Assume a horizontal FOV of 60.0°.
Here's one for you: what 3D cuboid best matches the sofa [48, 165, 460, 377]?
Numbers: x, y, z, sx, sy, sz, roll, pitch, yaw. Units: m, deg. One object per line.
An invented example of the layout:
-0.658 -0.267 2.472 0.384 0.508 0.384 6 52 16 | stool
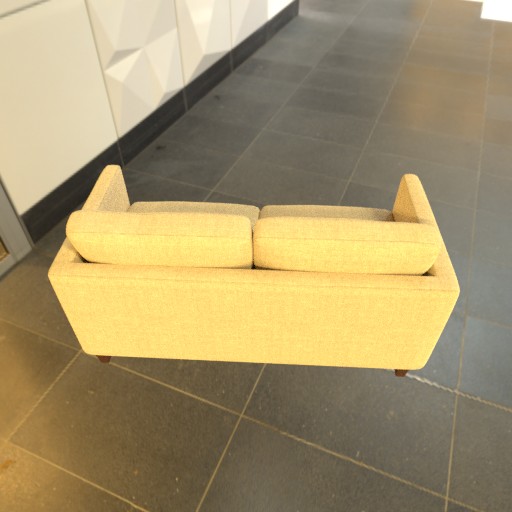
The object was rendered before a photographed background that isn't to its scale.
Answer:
0.000 0.000 2.494 1.884 0.963 0.950 2 44 2 | sofa
